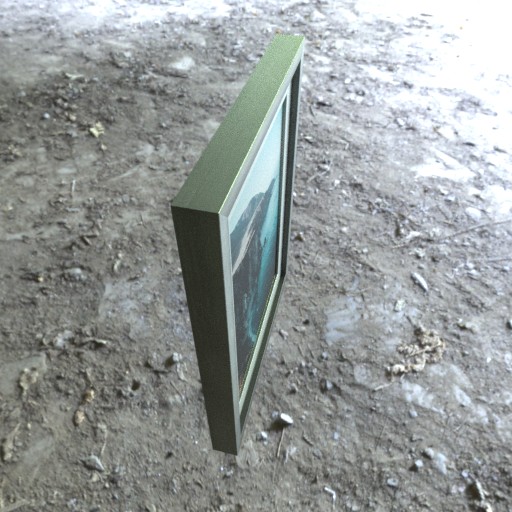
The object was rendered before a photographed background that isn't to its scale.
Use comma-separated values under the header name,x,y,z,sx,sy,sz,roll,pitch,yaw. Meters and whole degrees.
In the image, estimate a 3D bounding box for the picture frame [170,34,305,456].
name,x,y,z,sx,sy,sz,roll,pitch,yaw
picture frame,0.000,0.000,0.745,0.046,0.555,0.449,10,46,10
